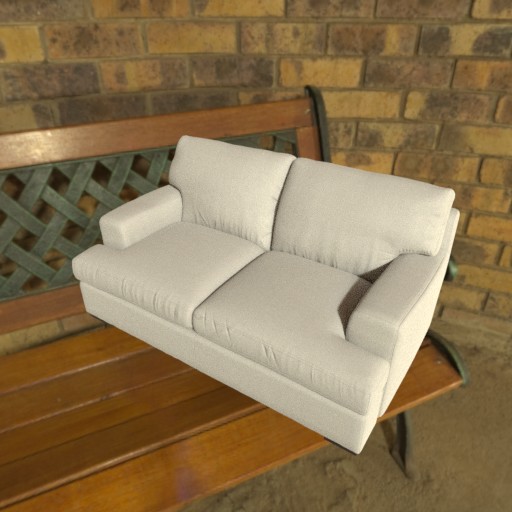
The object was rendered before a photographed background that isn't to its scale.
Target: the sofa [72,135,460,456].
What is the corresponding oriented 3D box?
[{"bbox_3d":[0.000,0.000,2.478,1.880,0.940,1.143,19,35,29],"label":"sofa"}]
